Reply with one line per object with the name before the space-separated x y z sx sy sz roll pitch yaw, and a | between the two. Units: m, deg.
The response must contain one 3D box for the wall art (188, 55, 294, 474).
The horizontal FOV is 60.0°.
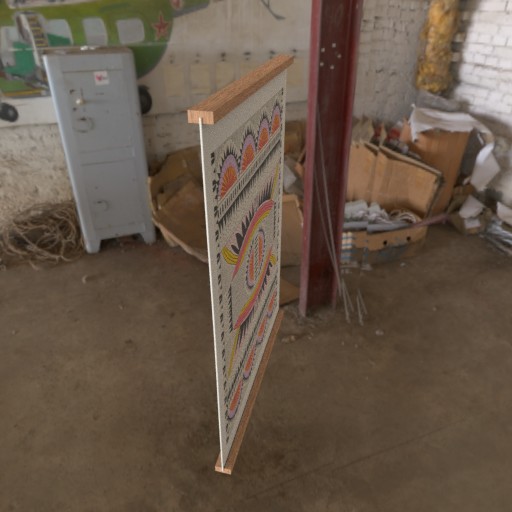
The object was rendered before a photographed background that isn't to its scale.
wall art | 0.000 0.000 0.796 0.028 0.609 0.456 8 32 12
